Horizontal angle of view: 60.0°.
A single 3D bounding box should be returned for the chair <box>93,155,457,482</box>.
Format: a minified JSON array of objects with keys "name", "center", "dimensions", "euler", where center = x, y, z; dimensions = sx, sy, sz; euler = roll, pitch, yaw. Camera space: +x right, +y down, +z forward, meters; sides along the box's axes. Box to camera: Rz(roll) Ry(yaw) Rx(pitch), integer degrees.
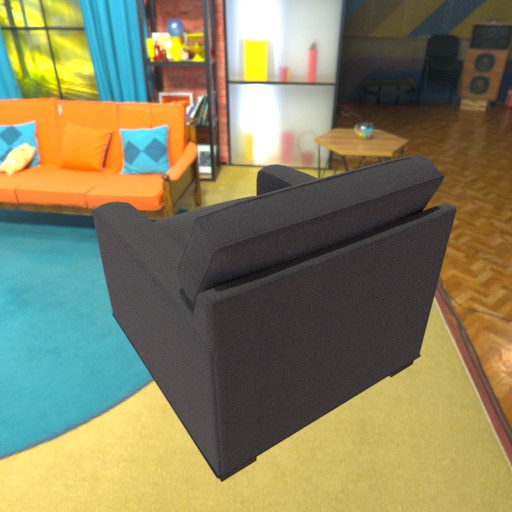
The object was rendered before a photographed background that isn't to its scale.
[{"name":"chair","center":[0.000,0.000,1.808],"dimensions":[0.997,0.913,1.043],"euler":[-19,36,-29]}]
